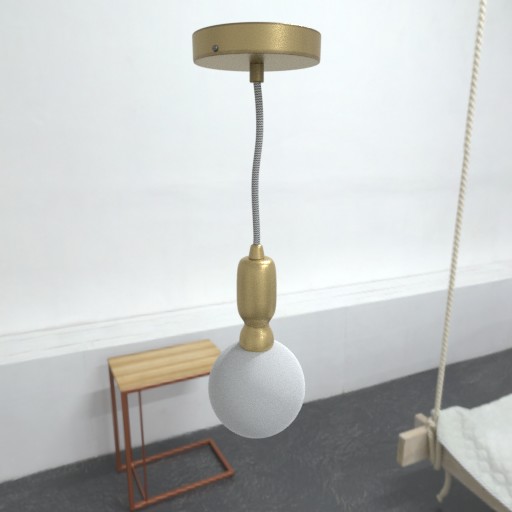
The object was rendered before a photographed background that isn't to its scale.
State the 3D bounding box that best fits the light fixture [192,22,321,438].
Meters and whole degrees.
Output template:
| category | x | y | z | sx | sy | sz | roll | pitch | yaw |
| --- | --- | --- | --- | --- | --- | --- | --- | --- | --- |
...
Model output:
| category | x | y | z | sx | sy | sz | roll | pitch | yaw |
| --- | --- | --- | --- | --- | --- | --- | --- | --- | --- |
| light fixture | 0.000 | 0.000 | 0.566 | 0.147 | 0.510 | 0.146 | -15 | 22 | -42 |
